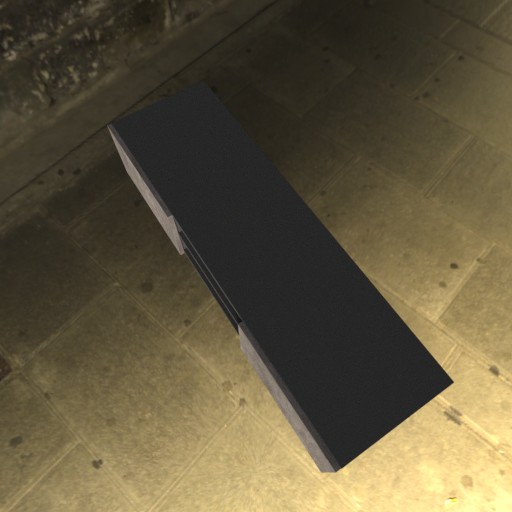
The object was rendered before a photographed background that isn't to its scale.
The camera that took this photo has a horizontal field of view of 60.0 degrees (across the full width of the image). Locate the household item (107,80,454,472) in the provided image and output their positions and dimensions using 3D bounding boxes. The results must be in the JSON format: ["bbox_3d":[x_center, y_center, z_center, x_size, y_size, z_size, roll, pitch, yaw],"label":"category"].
[{"bbox_3d":[0.000,0.000,1.593,0.420,0.310,1.400,-30,68,-14],"label":"household item"}]
